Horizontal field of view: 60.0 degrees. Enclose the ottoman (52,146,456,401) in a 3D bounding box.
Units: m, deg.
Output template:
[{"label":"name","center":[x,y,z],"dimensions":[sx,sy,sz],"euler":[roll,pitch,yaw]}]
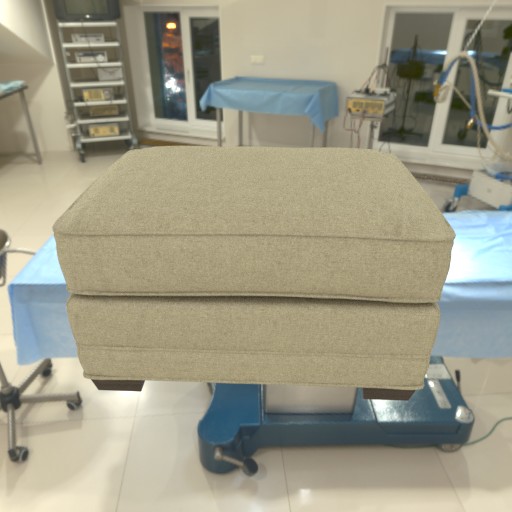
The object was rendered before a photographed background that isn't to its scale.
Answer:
[{"label":"ottoman","center":[0.000,0.000,1.224],"dimensions":[0.848,0.508,0.611],"euler":[1,30,2]}]
